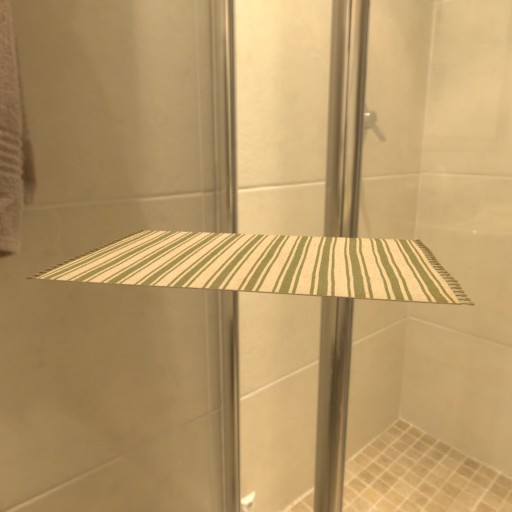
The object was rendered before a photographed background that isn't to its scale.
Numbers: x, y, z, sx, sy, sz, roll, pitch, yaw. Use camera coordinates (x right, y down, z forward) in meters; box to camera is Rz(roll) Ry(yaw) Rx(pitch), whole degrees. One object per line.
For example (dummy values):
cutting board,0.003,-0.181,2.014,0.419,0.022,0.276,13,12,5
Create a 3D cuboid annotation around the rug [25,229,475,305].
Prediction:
rug,0.000,0.000,3.055,2.435,0.018,1.540,3,14,10
